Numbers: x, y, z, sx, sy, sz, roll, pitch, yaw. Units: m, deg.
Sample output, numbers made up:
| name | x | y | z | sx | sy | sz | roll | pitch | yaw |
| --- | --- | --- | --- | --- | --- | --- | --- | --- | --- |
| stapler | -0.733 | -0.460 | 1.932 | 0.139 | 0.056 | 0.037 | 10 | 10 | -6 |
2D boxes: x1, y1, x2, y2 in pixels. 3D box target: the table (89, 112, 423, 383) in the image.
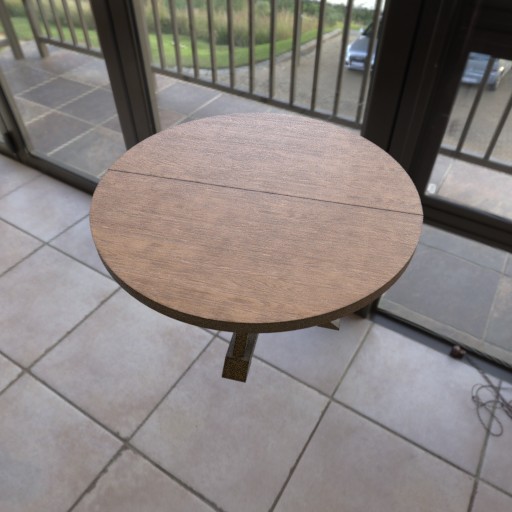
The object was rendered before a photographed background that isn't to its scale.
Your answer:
| name | x | y | z | sx | sy | sz | roll | pitch | yaw |
| --- | --- | --- | --- | --- | --- | --- | --- | --- | --- |
| table | 0.000 | 0.000 | 2.147 | 1.363 | 0.781 | 1.363 | 0 | 45 | 0 |
